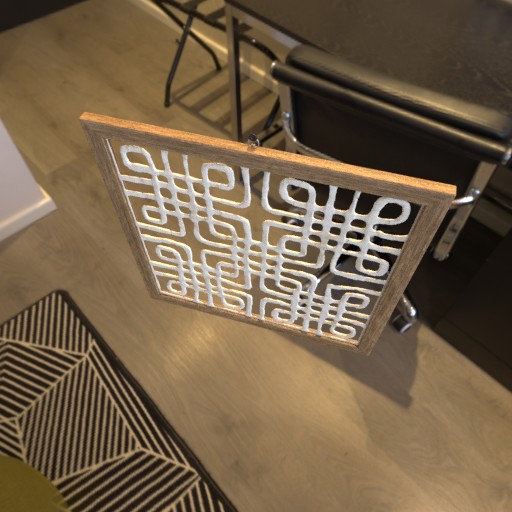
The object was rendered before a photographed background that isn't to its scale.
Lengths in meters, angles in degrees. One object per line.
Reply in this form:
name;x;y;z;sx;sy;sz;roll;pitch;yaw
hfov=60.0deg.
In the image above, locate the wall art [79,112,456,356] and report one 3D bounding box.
wall art;0.000;0.000;0.861;0.561;0.582;0.021;14;56;9
